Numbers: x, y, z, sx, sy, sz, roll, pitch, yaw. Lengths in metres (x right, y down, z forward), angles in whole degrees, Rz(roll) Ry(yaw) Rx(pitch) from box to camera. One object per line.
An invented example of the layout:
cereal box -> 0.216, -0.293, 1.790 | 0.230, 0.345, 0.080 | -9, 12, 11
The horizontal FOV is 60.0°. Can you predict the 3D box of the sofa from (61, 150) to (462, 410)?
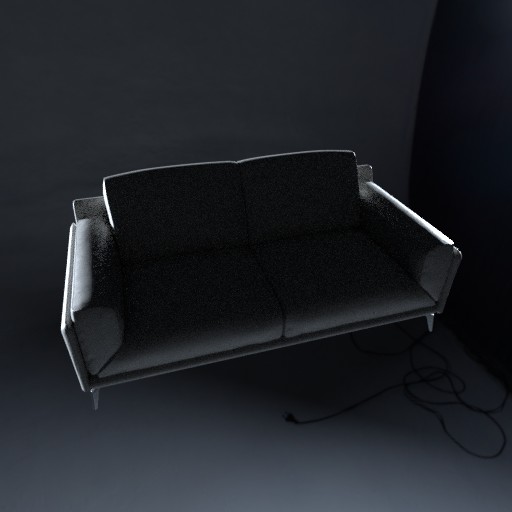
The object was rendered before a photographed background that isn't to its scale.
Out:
sofa -> 0.000, 0.000, 2.661 | 2.101, 0.930, 1.049 | -9, 34, -14
